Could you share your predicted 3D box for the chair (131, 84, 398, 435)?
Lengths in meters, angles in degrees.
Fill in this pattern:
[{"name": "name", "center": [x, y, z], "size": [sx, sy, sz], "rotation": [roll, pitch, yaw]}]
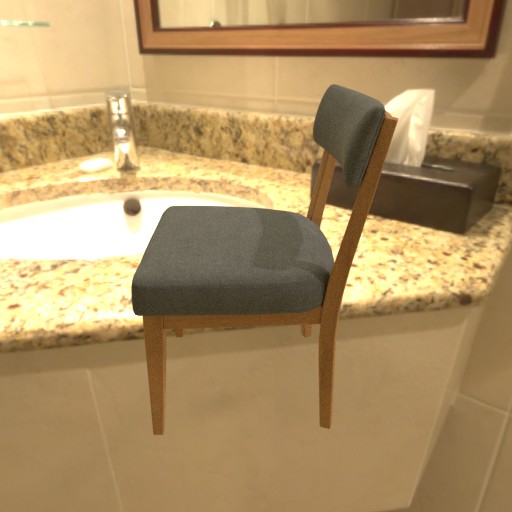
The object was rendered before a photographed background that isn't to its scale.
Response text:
[{"name": "chair", "center": [0.000, 0.000, 1.197], "size": [0.572, 0.832, 0.508], "rotation": [-1, 26, -1]}]
